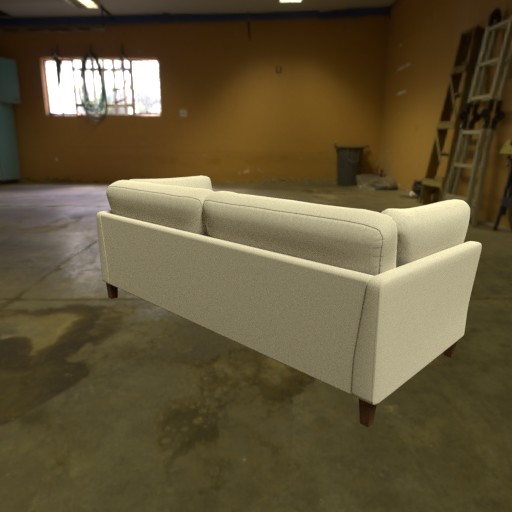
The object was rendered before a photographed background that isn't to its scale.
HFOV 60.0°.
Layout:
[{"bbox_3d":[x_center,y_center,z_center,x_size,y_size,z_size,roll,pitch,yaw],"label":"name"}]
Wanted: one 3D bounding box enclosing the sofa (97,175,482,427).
[{"bbox_3d":[0.000,0.000,2.731,2.301,0.863,0.957,14,20,43],"label":"sofa"}]
